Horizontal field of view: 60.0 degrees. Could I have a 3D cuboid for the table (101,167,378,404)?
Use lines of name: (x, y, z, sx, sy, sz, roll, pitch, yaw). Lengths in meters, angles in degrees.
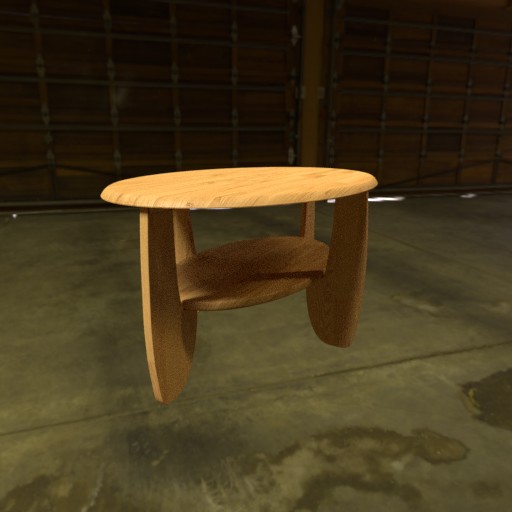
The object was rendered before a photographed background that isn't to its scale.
table: (0.000, 0.000, 1.393, 0.690, 0.490, 1.040, 7, 17, 26)
